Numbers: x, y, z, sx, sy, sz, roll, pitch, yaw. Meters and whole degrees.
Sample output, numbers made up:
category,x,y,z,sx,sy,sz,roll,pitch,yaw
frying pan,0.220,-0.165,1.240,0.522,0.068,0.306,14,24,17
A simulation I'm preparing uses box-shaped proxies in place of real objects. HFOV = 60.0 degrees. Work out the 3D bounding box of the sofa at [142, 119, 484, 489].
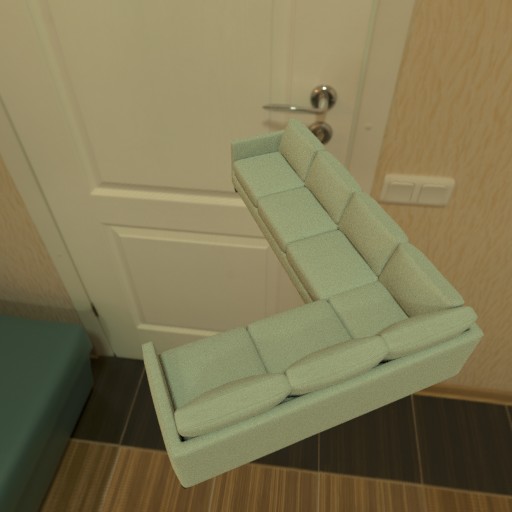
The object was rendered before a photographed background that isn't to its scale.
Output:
category,x,y,z,sx,sy,sz,roll,pitch,yaw
sofa,0.000,0.000,4.308,2.522,0.934,3.333,-16,49,-15
